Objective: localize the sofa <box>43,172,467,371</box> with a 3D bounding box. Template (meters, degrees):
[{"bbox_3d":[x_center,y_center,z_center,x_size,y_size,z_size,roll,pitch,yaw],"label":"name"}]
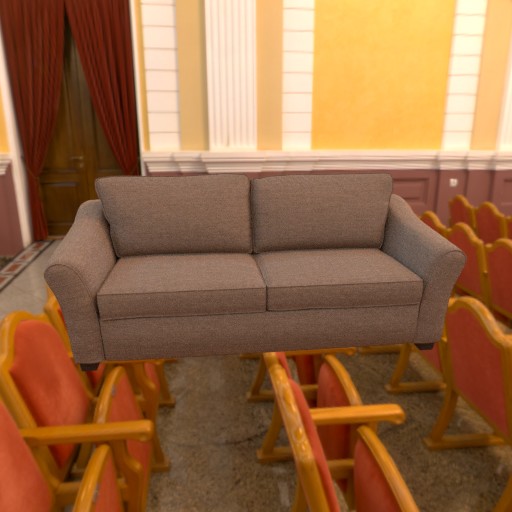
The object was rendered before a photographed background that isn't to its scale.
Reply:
[{"bbox_3d":[0.000,0.000,2.758,2.270,0.965,0.980,-2,17,-7],"label":"sofa"}]
